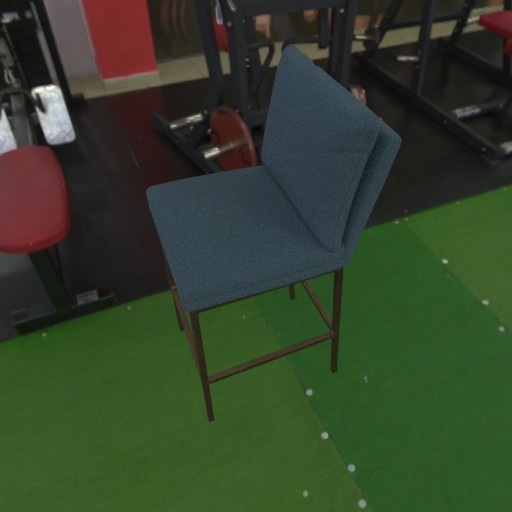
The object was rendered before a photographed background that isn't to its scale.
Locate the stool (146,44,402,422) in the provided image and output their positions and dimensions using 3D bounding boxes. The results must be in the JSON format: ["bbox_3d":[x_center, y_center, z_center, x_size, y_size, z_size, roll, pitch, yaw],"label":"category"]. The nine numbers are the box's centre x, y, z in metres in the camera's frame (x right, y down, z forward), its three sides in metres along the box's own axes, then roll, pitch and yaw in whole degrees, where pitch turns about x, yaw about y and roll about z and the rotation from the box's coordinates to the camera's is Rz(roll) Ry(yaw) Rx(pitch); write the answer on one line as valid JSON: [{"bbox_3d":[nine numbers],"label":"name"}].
[{"bbox_3d":[0.000,0.000,1.431,0.568,1.124,0.463,-15,48,-14],"label":"stool"}]
